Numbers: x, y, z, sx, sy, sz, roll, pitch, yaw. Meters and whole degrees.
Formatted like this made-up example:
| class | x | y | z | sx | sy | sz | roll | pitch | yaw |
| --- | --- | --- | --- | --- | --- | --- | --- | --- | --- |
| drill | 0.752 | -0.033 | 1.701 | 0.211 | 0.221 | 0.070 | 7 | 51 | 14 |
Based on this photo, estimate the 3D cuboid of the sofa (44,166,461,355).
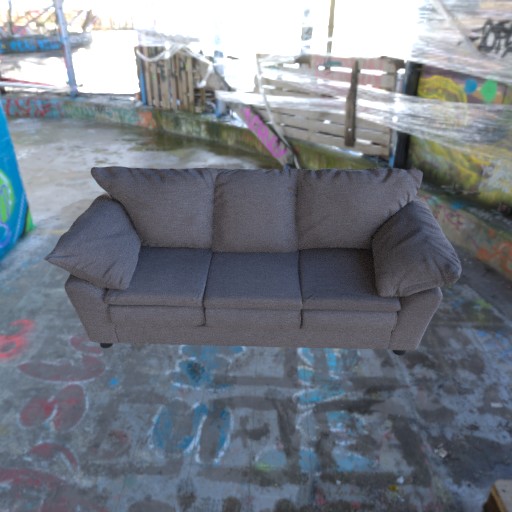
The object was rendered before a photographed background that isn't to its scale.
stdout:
| class | x | y | z | sx | sy | sz | roll | pitch | yaw |
| --- | --- | --- | --- | --- | --- | --- | --- | --- | --- |
| sofa | 0.000 | 0.000 | 2.941 | 2.390 | 1.043 | 0.927 | 1 | 30 | 2 |
